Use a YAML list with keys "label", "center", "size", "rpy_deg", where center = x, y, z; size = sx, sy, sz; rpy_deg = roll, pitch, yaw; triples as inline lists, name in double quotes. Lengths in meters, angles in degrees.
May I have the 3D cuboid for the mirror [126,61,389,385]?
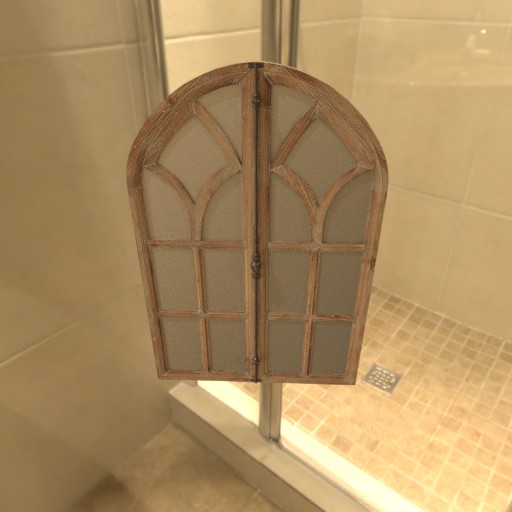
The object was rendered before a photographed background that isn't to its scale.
- label: "mirror"
  center: [0.000, 0.000, 1.131]
  size: [0.609, 0.915, 0.032]
  rpy_deg: [1, 31, 2]
